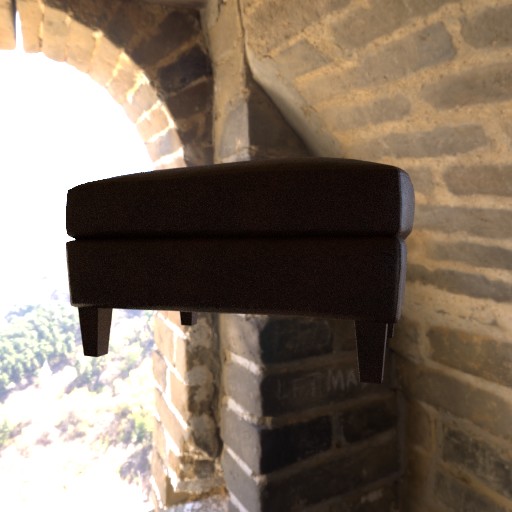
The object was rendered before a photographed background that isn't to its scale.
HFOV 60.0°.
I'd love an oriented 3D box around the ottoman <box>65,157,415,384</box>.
[{"bbox_3d":[0.000,0.000,1.315,0.887,0.527,0.659,0,0,19],"label":"ottoman"}]
